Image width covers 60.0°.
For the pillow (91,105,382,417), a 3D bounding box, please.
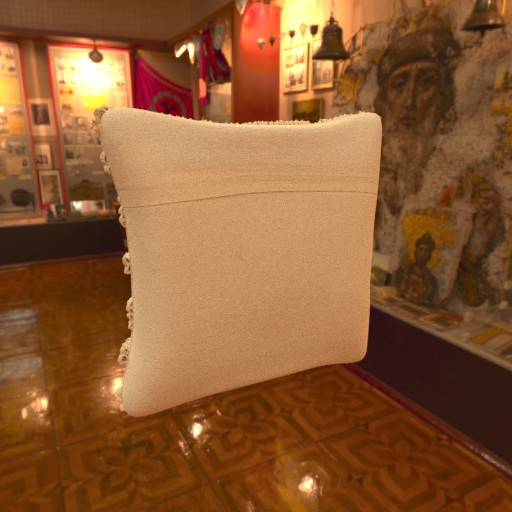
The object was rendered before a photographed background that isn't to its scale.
[{"bbox_3d":[0.000,0.000,0.667,0.437,0.427,0.145,-7,16,-25],"label":"pillow"}]
